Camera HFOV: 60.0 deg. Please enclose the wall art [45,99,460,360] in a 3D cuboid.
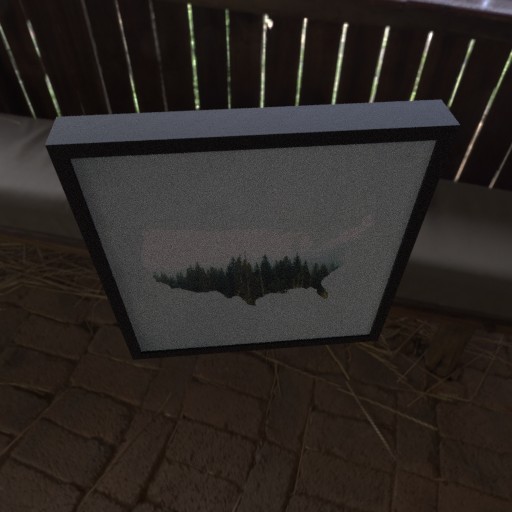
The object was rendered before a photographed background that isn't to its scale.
[{"bbox_3d":[0.000,0.000,0.448,0.304,0.304,0.038,-4,48,-3],"label":"wall art"}]
